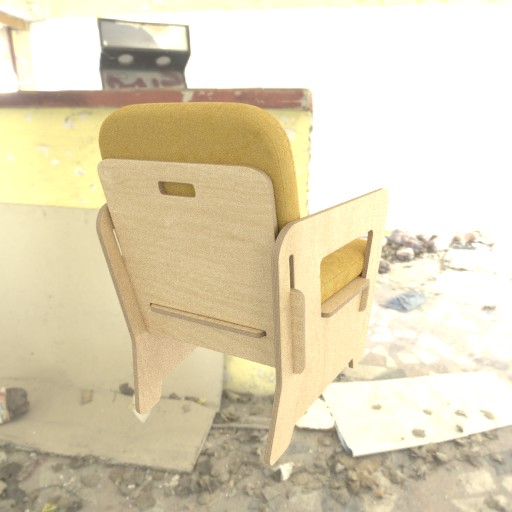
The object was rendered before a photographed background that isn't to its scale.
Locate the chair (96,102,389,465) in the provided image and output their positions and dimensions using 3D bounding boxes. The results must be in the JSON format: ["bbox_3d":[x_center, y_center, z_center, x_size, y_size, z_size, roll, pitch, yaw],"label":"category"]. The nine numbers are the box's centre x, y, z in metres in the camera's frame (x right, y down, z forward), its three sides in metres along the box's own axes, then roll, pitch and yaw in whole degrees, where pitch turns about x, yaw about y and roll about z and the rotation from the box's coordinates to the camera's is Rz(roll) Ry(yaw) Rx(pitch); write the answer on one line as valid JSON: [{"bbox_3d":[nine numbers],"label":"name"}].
[{"bbox_3d":[0.000,0.000,1.247,0.590,0.800,0.710,9,20,27],"label":"chair"}]
